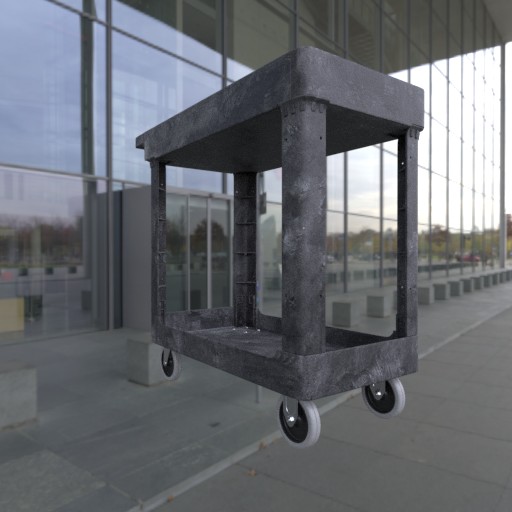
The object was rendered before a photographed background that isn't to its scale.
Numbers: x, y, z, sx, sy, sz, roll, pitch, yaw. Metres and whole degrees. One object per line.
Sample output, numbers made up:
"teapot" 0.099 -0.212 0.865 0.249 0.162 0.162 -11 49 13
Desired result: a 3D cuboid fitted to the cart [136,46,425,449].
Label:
"cart" 0.000 0.000 1.327 0.420 0.824 0.877 0 1 -36
